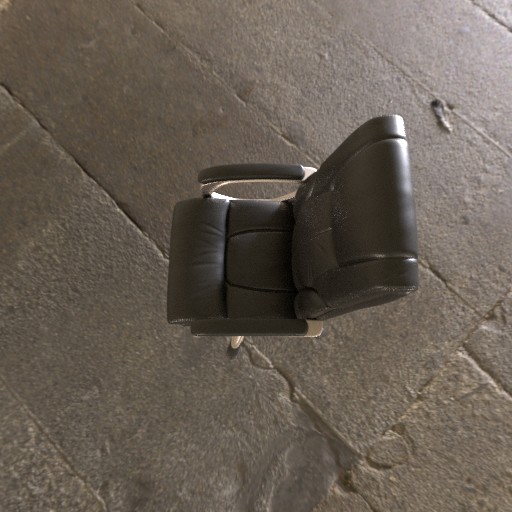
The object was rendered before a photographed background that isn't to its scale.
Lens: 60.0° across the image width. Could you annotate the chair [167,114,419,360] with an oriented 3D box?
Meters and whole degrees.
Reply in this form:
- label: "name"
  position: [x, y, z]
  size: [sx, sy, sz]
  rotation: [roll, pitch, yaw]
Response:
- label: "chair"
  position: [0.000, 0.000, 1.614]
  size: [0.780, 1.145, 0.700]
  rotation: [1, 74, 0]
